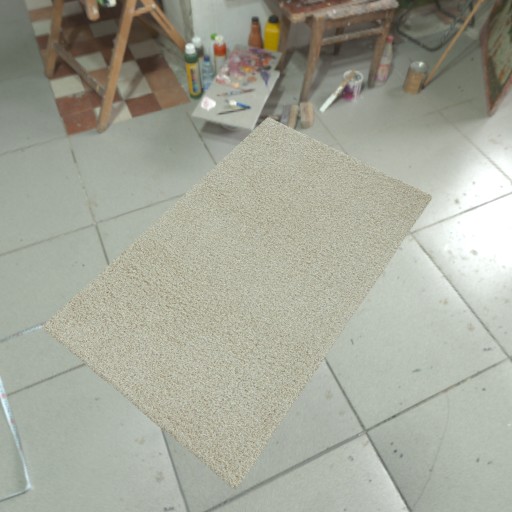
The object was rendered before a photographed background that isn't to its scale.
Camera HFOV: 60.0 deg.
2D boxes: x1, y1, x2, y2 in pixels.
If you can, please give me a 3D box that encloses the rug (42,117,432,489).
[{"bbox_3d":[0.000,0.000,3.047,1.524,0.030,2.438,31,62,19],"label":"rug"}]
